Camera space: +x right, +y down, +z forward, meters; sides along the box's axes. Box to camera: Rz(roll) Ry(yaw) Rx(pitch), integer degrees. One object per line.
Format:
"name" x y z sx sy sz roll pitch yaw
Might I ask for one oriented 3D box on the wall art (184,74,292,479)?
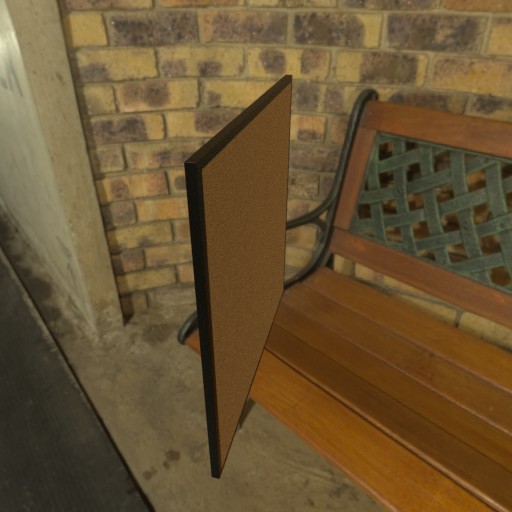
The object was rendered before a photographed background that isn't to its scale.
"wall art" 0.000 0.000 0.690 0.012 0.458 0.457 8 32 12
